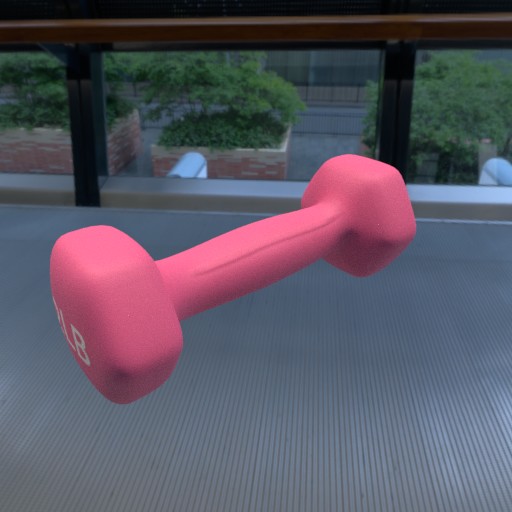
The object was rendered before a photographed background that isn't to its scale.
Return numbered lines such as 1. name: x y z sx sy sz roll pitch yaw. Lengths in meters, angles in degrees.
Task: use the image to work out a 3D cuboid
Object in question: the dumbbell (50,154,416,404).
1. dumbbell: 0.000 0.000 0.173 0.146 0.053 0.058 -22 36 -33
